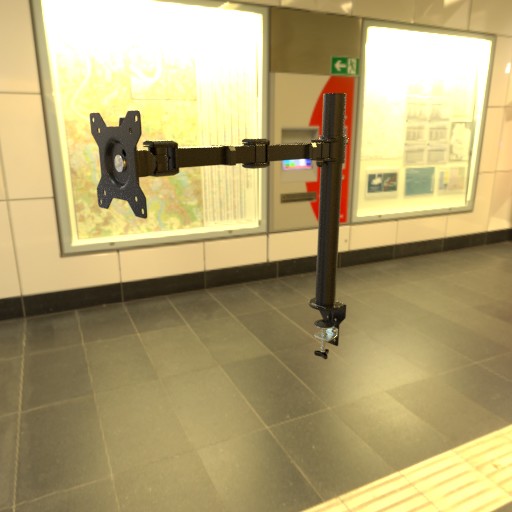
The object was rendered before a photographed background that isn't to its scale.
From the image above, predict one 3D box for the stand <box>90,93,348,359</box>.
[{"bbox_3d":[0.000,0.000,0.711,0.456,0.510,0.115,-15,22,-43],"label":"stand"}]
